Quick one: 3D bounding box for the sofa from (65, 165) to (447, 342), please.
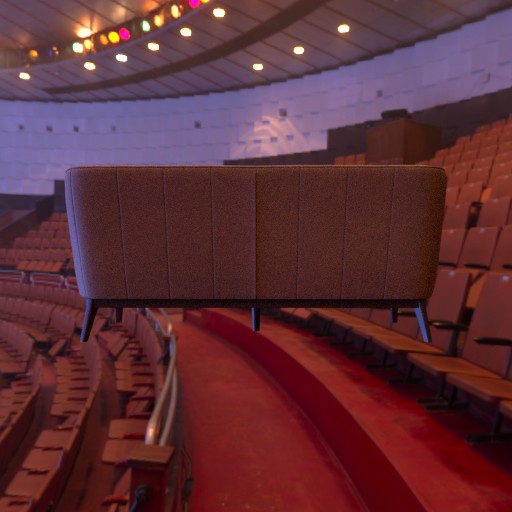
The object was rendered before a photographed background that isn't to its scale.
[{"bbox_3d":[0.000,0.000,2.426,1.928,0.830,0.869,0,0,0],"label":"sofa"}]
